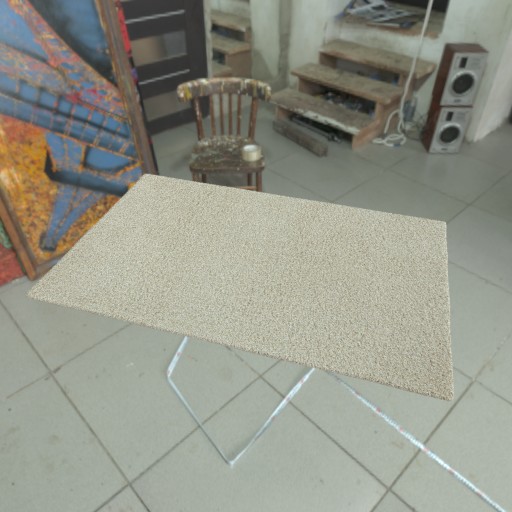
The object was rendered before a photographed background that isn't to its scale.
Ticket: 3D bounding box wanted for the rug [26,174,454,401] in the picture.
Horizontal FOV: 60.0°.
[{"bbox_3d":[0.000,0.000,2.949,2.438,0.030,1.524,11,41,13],"label":"rug"}]
